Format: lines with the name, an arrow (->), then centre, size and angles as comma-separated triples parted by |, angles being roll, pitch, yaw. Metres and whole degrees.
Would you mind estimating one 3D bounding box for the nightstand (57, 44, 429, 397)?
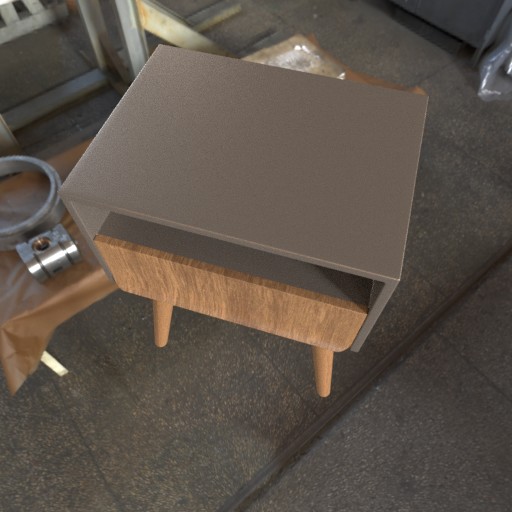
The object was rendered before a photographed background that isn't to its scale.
nightstand -> 0.000, 0.000, 0.734 | 0.370, 0.508, 0.288 | 15, 60, 9
